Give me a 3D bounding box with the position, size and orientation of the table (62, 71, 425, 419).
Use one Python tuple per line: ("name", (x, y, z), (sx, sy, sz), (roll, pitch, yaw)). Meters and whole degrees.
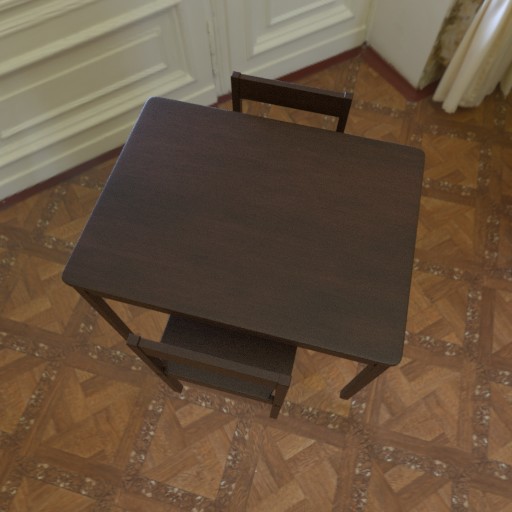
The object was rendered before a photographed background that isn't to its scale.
("table", (0.000, 0.000, 1.104), (0.650, 0.503, 0.672), (13, 65, 6))
